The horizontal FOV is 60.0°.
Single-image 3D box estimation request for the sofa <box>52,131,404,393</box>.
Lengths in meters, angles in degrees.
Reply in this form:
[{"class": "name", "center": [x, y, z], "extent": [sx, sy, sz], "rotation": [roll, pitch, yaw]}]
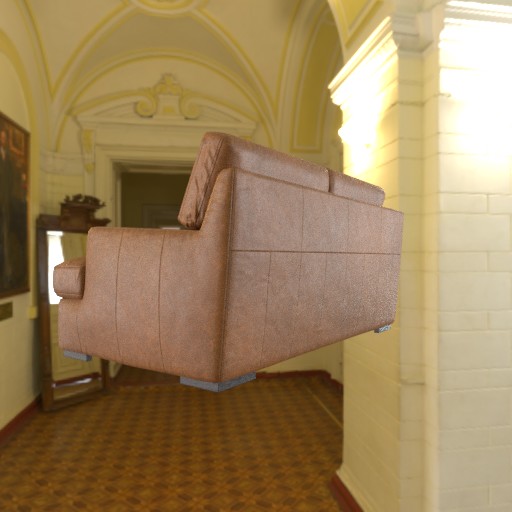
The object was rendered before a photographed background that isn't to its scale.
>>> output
[{"class": "sofa", "center": [0.000, 0.000, 2.537], "extent": [1.144, 0.966, 1.880], "rotation": [0, 0, 36]}]
